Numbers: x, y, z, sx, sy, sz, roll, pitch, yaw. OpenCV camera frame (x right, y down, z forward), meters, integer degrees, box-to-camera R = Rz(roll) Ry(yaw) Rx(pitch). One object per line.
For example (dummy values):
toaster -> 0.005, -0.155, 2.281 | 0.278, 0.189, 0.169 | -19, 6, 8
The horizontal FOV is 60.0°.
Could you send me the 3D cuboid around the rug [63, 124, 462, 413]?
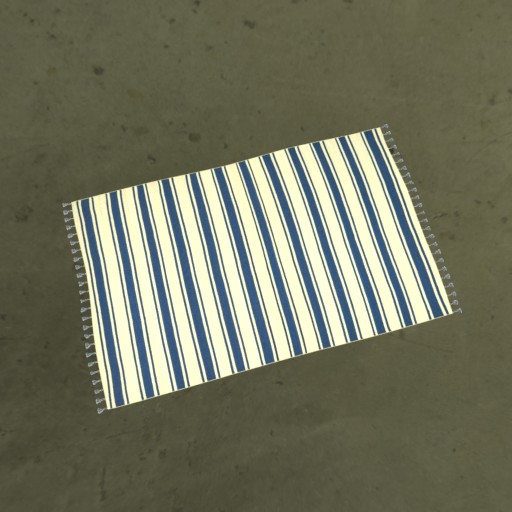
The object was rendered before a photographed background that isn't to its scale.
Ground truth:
rug -> 0.000, 0.000, 2.595 | 2.108, 0.009, 1.248 | -15, 75, -4
